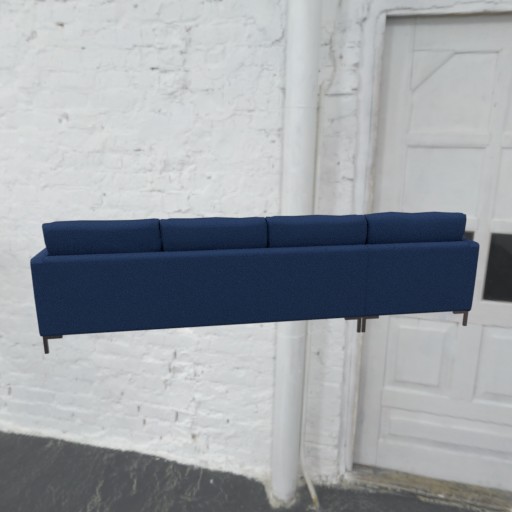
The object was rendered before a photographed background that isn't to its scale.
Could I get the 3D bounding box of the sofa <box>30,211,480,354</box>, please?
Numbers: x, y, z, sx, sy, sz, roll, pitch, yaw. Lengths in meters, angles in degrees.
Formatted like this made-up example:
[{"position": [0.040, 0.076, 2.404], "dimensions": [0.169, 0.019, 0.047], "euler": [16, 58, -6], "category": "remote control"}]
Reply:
[{"position": [0.000, 0.000, 2.900], "dimensions": [2.450, 0.679, 1.128], "euler": [-2, 15, -9], "category": "sofa"}]
